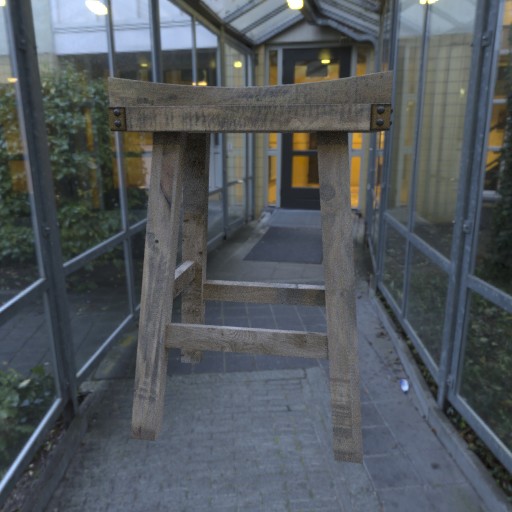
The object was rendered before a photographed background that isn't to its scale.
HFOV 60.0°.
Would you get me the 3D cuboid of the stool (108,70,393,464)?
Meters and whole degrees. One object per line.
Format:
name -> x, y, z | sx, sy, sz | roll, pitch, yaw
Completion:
stool -> 0.000, 0.000, 0.871 | 0.450, 0.635, 0.330 | 2, 15, 9
